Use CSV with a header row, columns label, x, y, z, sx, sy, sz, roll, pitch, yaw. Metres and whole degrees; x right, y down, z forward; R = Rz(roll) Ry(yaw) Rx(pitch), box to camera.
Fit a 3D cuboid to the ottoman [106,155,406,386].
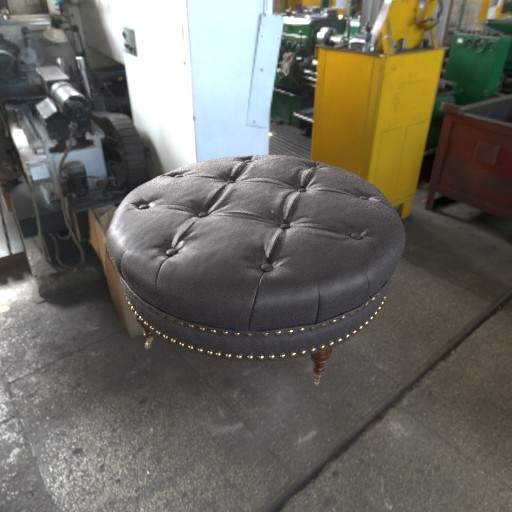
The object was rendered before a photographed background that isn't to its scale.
label,x,y,z,sx,sy,sz,roll,pitch,yaw
ottoman,0.000,0.000,1.444,0.901,0.439,0.901,0,33,0
